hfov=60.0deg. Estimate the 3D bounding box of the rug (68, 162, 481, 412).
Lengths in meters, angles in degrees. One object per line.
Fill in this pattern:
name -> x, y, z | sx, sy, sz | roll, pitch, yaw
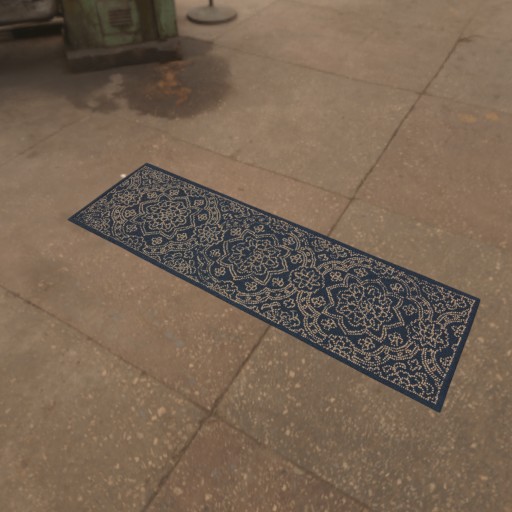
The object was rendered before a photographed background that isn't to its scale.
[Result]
rug -> 0.000, 0.000, 2.667 | 2.448, 0.012, 0.769 | 25, 51, 22
